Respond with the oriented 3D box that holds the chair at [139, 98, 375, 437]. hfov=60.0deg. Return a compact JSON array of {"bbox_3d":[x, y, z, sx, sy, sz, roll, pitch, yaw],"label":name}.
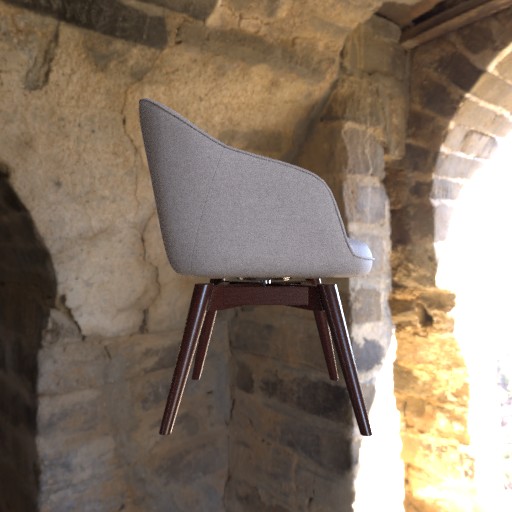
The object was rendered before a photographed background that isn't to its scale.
[{"bbox_3d":[0.000,0.000,1.256,0.635,0.823,0.596,0,0,1],"label":"chair"}]
